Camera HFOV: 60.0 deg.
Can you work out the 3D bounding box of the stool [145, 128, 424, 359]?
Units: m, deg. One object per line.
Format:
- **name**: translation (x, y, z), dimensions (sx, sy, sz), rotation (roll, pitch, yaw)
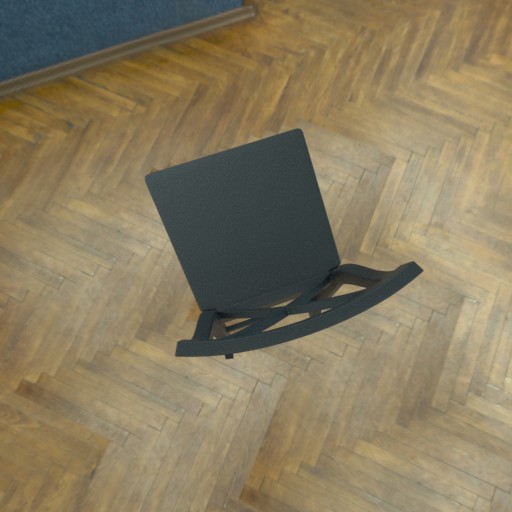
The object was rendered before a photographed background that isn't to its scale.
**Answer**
- **stool**: translation (0.000, 0.000, 1.275), dimensions (0.452, 0.989, 0.559), rotation (-18, 76, -5)
